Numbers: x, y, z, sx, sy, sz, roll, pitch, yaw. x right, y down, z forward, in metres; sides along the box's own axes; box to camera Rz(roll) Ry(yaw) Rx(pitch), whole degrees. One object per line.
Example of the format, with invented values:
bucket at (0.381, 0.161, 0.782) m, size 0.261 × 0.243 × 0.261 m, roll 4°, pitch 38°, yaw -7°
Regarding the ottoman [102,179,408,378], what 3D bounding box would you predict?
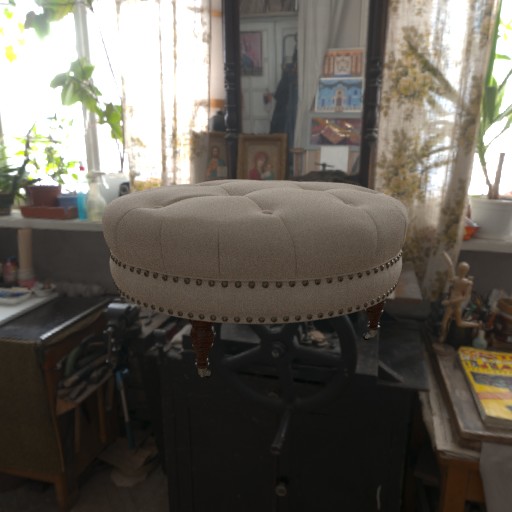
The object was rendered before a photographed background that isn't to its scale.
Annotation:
ottoman at (0.000, 0.000, 1.463) m, size 0.940 × 0.483 × 0.940 m, roll 0°, pitch 14°, yaw 0°
